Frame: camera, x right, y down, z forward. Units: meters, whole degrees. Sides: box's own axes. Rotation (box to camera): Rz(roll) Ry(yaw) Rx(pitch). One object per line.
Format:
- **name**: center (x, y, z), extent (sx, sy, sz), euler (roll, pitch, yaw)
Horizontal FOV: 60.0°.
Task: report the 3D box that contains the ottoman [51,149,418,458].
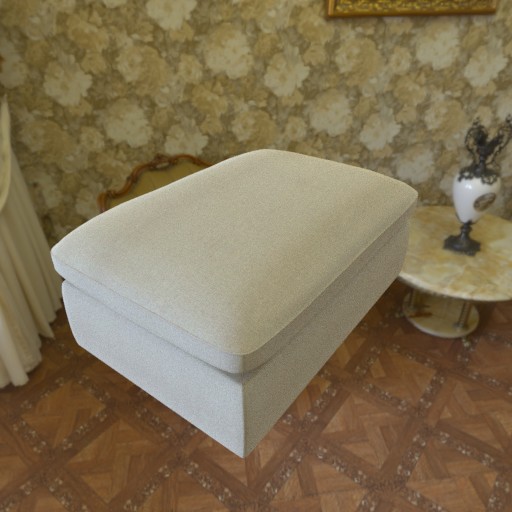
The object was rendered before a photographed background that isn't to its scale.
- **ottoman**: center (0.000, 0.000, 1.388), extent (0.686, 0.453, 0.984), euler (22, 38, 30)
